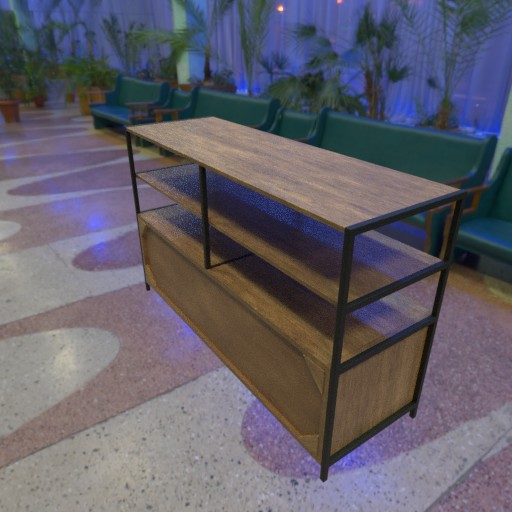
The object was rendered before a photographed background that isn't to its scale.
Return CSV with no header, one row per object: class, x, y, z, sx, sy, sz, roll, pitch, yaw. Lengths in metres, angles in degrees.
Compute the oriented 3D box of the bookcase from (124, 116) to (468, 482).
bookcase,0.000,0.000,1.491,0.391,0.712,1.149,-18,32,-31
